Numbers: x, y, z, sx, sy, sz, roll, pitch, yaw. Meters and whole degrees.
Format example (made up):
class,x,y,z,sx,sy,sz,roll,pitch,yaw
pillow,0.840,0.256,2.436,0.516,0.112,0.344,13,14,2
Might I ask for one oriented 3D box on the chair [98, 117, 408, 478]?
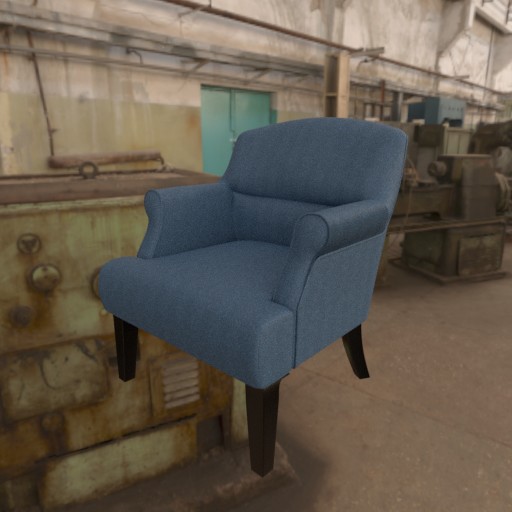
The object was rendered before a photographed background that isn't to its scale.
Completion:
class,x,y,z,sx,sy,sz,roll,pitch,yaw
chair,0.000,0.000,1.441,0.770,0.878,0.754,14,21,41
